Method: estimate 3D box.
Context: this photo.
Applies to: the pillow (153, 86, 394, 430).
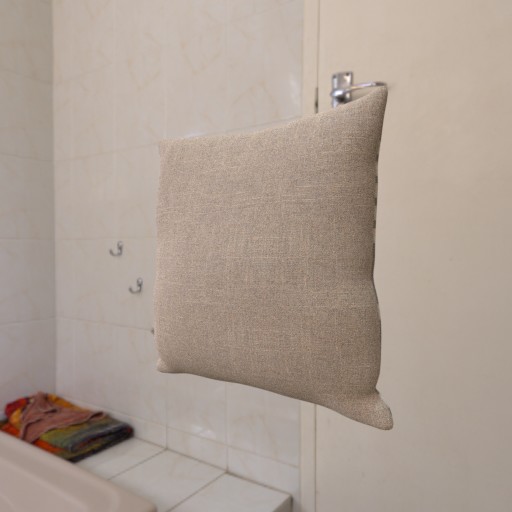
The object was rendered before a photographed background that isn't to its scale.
[{"bbox_3d":[0.000,0.000,0.693,0.439,0.440,0.182,1,1,36],"label":"pillow"}]
